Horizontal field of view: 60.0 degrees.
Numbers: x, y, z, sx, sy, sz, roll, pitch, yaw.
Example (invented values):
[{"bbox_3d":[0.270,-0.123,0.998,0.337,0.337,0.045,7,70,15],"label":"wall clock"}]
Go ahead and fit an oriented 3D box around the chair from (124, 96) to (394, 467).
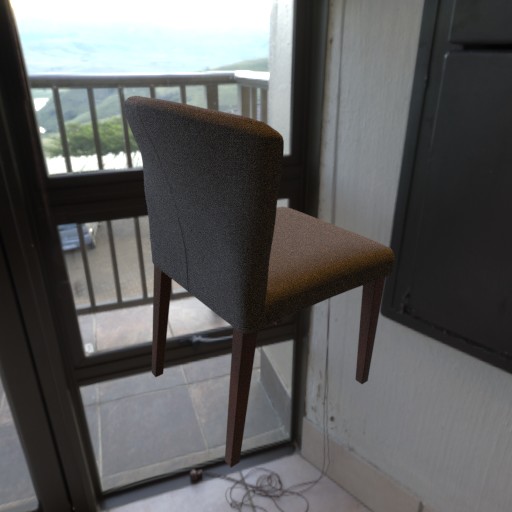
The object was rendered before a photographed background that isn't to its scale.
[{"bbox_3d":[0.000,0.000,1.198,0.589,0.839,0.491,-18,30,-33],"label":"chair"}]
